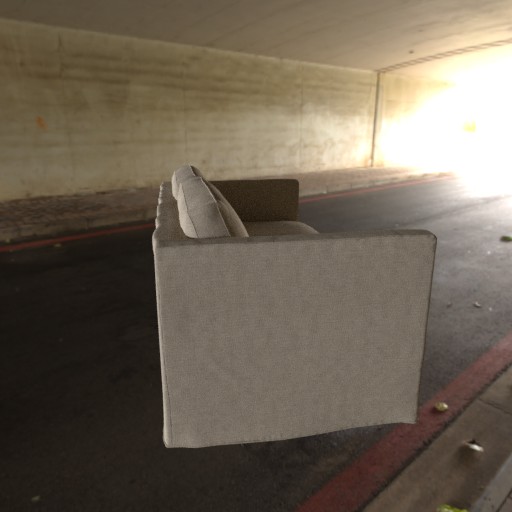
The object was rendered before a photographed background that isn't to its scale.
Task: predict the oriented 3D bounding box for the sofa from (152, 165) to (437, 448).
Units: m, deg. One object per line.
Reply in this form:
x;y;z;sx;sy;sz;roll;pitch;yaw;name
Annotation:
0.000;0.000;2.264;0.956;0.828;1.766;-3;16;-10;sofa
